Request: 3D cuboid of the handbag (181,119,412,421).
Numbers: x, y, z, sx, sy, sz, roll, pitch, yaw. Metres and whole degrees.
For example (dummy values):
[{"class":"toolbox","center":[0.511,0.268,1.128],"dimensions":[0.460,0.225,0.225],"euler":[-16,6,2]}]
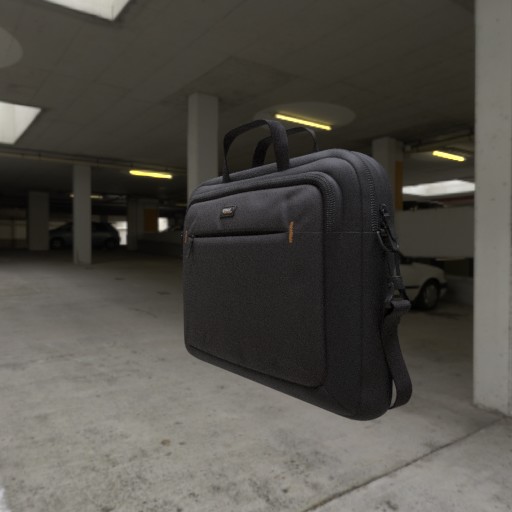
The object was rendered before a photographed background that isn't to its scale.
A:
[{"class":"handbag","center":[0.000,0.000,0.431],"dimensions":[0.089,0.244,0.320],"euler":[-1,1,-37]}]
